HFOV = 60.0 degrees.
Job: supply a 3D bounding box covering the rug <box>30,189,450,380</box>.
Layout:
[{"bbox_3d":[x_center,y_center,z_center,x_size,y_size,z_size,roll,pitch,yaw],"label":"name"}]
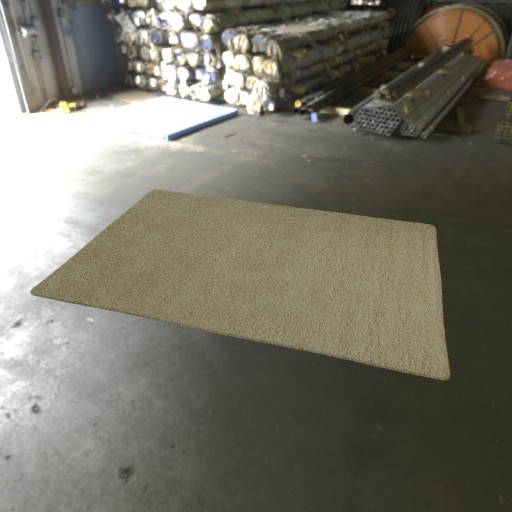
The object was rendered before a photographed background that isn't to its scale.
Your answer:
[{"bbox_3d":[0.000,0.000,3.417,2.700,0.024,1.801,9,34,14],"label":"rug"}]
